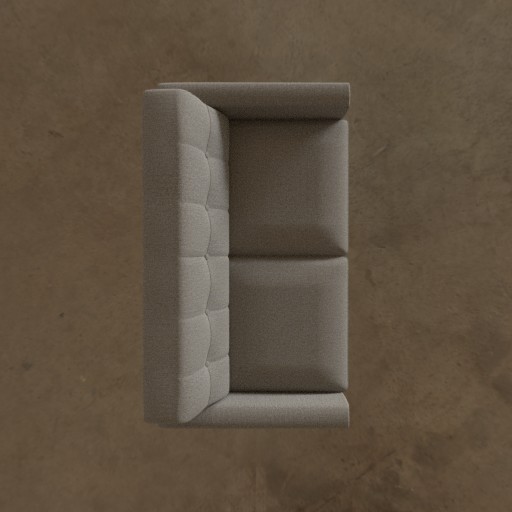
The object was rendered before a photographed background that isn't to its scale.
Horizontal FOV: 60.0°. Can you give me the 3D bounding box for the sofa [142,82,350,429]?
[{"bbox_3d":[0.000,0.000,2.264,0.952,0.925,1.651,0,91,1],"label":"sofa"}]
